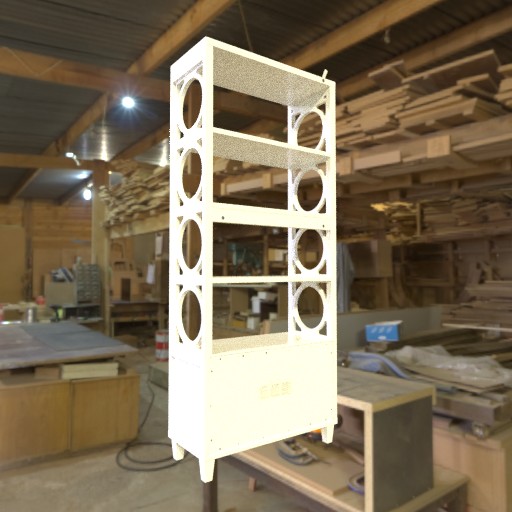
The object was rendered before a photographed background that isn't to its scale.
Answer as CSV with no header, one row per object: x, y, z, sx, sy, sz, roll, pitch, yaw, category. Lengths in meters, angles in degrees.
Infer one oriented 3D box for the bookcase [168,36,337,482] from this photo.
0.000,0.000,2.156,0.761,1.869,0.361,1,-2,-36,bookcase
